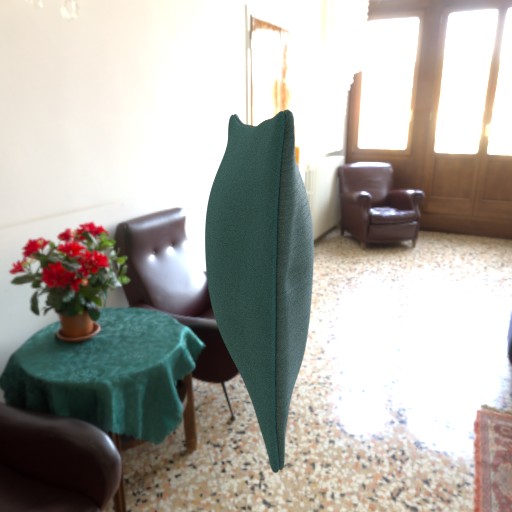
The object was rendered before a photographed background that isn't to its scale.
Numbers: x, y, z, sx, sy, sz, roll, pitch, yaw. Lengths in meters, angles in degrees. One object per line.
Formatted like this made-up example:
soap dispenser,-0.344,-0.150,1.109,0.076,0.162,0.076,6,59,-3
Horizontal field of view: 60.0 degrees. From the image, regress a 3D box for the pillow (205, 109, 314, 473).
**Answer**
pillow,0.000,0.000,0.671,0.151,0.415,0.433,-3,17,-9
